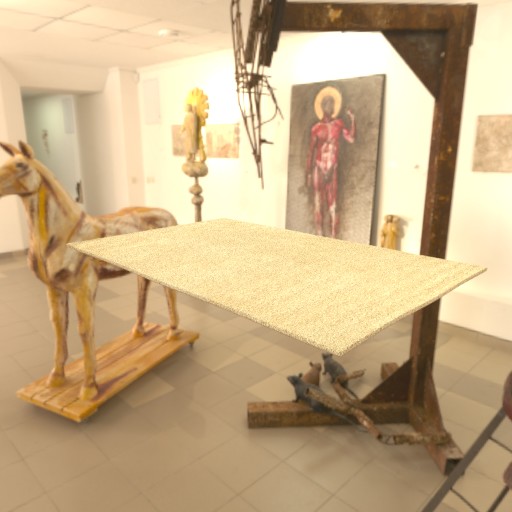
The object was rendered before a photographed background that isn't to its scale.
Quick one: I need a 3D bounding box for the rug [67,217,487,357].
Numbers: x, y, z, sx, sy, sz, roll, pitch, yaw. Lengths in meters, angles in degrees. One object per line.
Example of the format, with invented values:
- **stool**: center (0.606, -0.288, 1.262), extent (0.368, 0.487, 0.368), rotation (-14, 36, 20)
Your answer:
- **rug**: center (0.000, 0.000, 2.893), extent (2.346, 0.025, 1.500), rotation (15, 21, 43)
